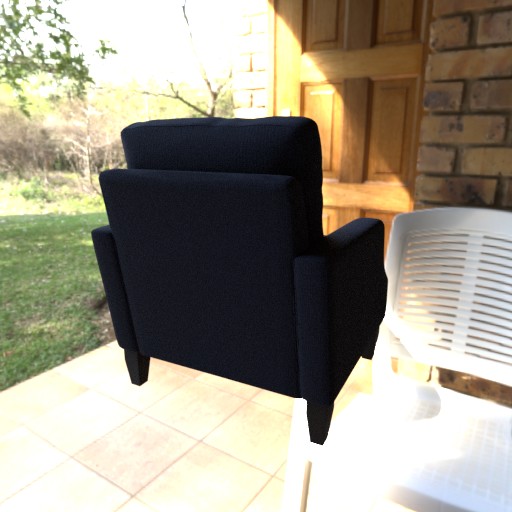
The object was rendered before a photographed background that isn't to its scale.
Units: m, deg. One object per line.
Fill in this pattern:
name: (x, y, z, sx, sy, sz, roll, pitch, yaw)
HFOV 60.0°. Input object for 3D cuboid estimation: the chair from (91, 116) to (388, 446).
chair: (0.000, 0.000, 1.688, 0.855, 0.991, 0.897, 8, 17, 27)
